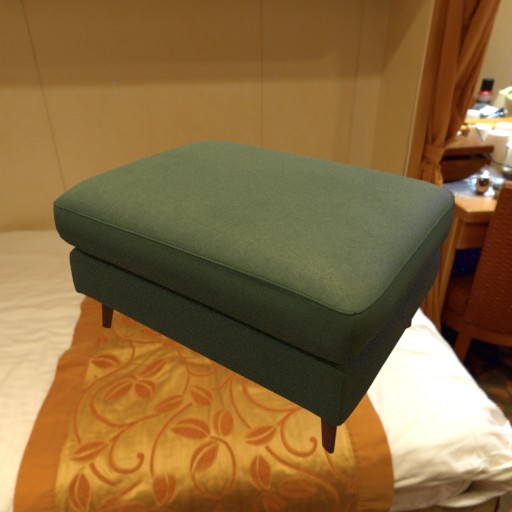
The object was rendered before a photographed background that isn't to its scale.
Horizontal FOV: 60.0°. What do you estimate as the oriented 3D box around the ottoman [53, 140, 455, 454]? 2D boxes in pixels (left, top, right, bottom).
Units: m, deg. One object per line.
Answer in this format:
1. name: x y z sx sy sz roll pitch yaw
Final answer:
1. ottoman: 0.000 0.000 1.131 0.811 0.449 0.608 19 35 30
